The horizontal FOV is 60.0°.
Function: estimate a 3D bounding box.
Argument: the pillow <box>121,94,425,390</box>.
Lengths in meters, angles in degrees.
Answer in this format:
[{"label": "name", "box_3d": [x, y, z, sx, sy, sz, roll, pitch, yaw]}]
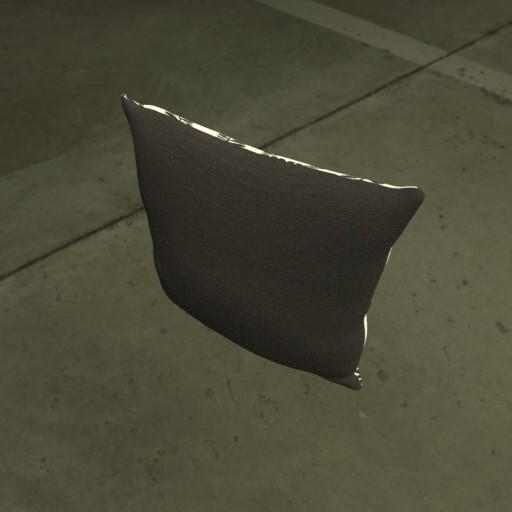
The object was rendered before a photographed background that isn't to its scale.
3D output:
[{"label": "pillow", "box_3d": [0.000, 0.000, 0.700, 0.440, 0.441, 0.182, 24, 52, 20]}]
